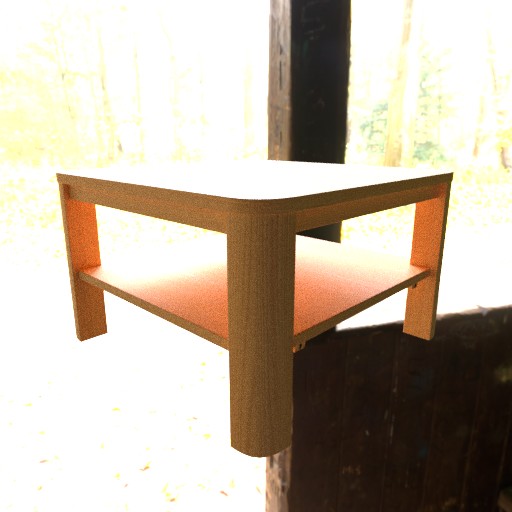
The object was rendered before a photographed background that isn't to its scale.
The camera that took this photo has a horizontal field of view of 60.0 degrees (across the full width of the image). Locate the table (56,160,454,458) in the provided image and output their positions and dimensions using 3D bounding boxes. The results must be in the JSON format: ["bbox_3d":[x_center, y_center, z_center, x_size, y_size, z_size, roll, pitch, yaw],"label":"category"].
[{"bbox_3d":[0.000,0.000,1.192,0.750,0.450,0.750,14,21,42],"label":"table"}]
